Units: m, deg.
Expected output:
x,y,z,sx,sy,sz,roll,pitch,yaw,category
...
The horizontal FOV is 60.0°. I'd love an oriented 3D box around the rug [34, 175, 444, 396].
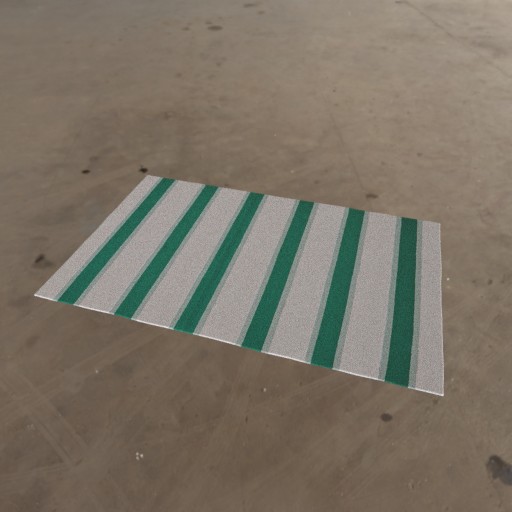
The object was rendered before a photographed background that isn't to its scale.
x,y,z,sx,sy,sz,roll,pitch,yaw,category
0.000,0.000,3.046,2.436,0.015,1.521,11,42,13,rug
